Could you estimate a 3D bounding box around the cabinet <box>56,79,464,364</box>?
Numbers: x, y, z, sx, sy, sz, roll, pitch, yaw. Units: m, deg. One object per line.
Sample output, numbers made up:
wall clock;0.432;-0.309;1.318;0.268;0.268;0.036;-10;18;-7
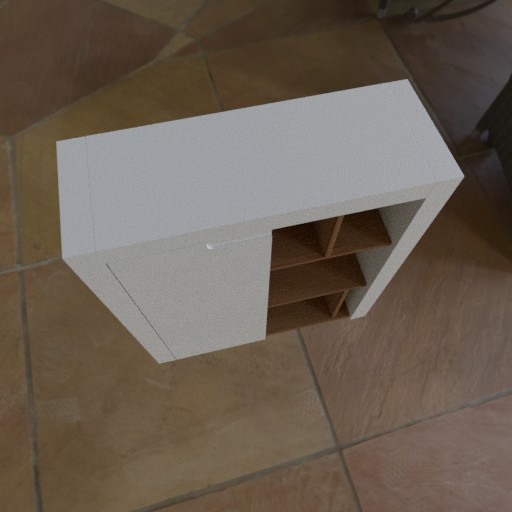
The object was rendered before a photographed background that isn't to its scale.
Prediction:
cabinet;0.000;0.000;1.650;0.990;1.150;0.348;-12;65;-6
